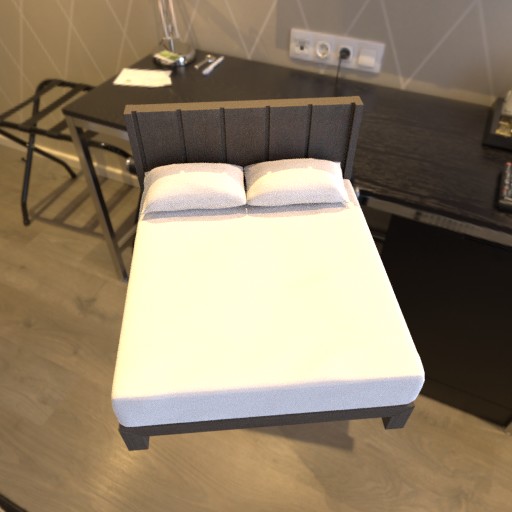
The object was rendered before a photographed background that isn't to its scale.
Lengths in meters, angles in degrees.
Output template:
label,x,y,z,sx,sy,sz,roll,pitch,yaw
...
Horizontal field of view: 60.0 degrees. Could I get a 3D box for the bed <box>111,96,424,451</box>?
label,x,y,z,sx,sy,sz,roll,pitch,yaw
bed,0.000,0.000,3.022,1.735,1.261,1.992,-3,45,-3
